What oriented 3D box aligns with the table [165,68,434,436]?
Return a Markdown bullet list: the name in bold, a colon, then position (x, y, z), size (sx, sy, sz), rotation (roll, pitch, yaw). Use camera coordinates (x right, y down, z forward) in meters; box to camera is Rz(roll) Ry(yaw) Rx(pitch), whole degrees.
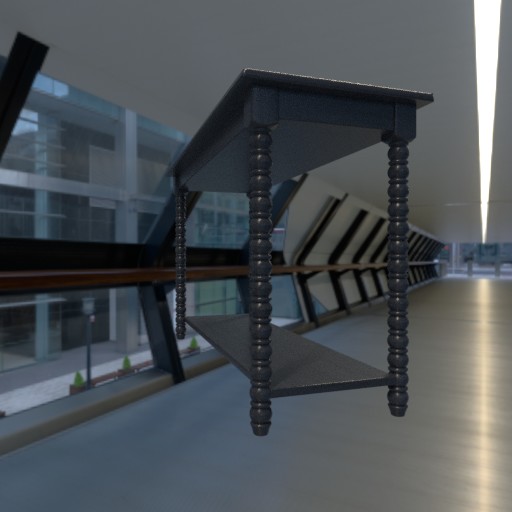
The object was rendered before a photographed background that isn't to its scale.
- **table**: position (0.000, 0.000, 1.483), size (0.459, 0.735, 1.184), rotation (0, 0, -18)
